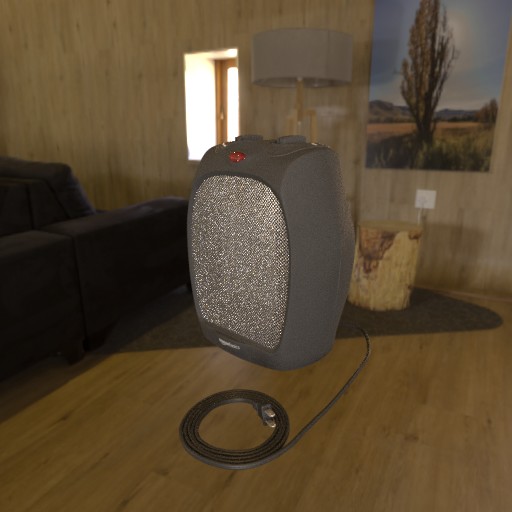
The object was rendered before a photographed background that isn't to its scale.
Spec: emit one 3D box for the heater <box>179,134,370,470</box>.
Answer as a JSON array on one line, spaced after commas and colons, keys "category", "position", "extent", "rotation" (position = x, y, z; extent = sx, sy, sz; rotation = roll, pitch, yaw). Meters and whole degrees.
[{"category": "heater", "position": [0.000, 0.000, 0.458], "extent": [0.239, 0.240, 0.291], "rotation": [15, 22, 41]}]
